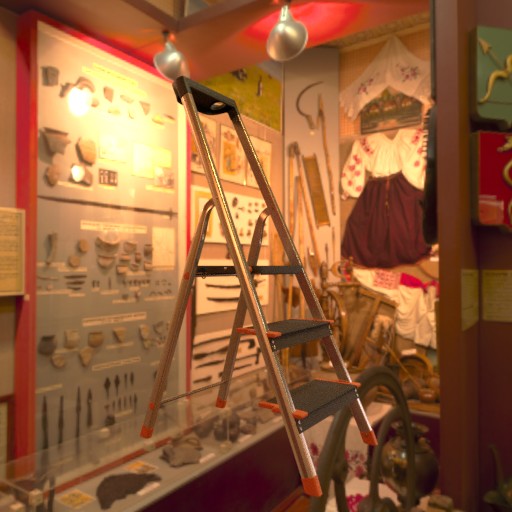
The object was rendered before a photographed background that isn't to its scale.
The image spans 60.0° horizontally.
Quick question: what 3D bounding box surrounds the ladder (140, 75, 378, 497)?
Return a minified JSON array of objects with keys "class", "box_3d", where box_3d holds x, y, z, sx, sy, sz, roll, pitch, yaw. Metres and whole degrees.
[{"class":"ladder","box_3d":[0.000,0.000,1.491,0.686,1.229,0.416,-1,-2,36]}]
